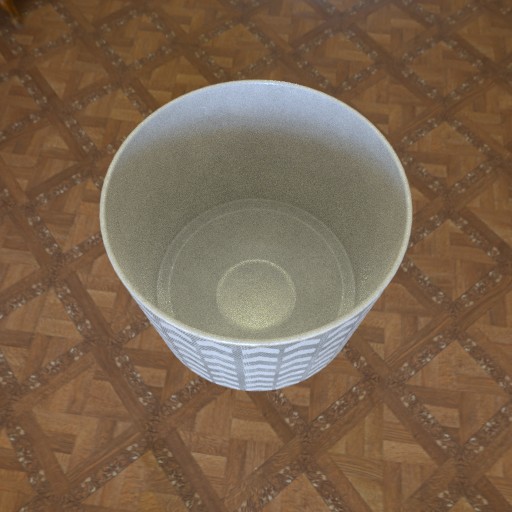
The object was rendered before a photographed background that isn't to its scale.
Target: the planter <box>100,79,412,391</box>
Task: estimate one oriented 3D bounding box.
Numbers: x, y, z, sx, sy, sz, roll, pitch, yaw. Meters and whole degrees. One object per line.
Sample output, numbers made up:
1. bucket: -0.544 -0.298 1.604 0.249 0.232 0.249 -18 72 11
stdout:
1. planter: 0.000 0.000 0.464 0.250 0.239 0.250 0 64 0
